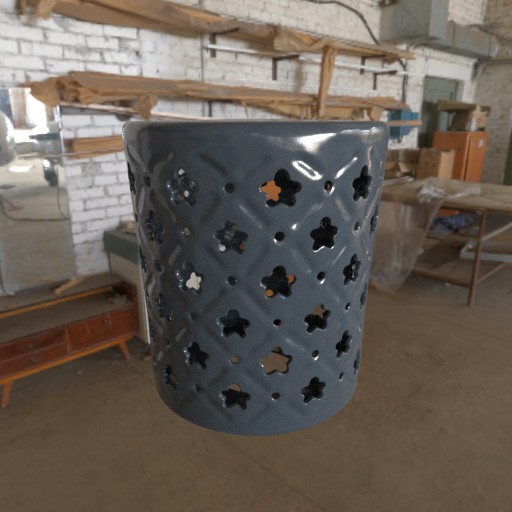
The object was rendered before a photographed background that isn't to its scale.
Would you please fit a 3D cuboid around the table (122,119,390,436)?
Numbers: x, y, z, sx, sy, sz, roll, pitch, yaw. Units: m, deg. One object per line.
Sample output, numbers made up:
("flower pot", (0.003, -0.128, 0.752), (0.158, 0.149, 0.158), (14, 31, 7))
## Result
("table", (0.000, 0.000, 0.655), (0.352, 0.387, 0.352), (0, 17, 0))
